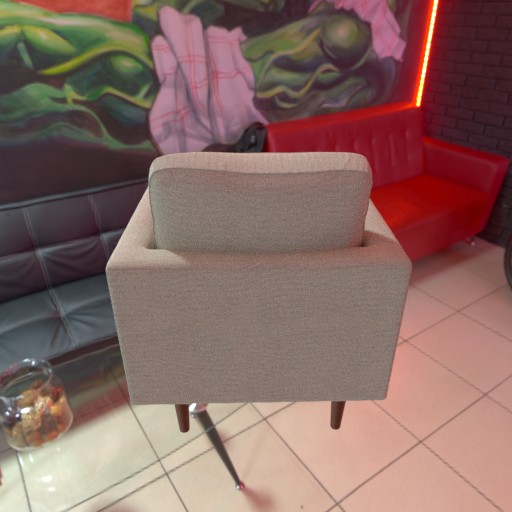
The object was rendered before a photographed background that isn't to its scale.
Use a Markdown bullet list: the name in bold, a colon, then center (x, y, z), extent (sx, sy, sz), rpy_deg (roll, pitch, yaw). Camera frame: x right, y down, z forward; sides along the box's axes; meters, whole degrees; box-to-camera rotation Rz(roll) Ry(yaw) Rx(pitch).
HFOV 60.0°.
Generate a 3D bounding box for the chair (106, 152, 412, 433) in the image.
- **chair**: center (0.000, 0.000, 1.649), extent (0.858, 0.957, 0.899), rpy_deg (-1, 29, -1)
